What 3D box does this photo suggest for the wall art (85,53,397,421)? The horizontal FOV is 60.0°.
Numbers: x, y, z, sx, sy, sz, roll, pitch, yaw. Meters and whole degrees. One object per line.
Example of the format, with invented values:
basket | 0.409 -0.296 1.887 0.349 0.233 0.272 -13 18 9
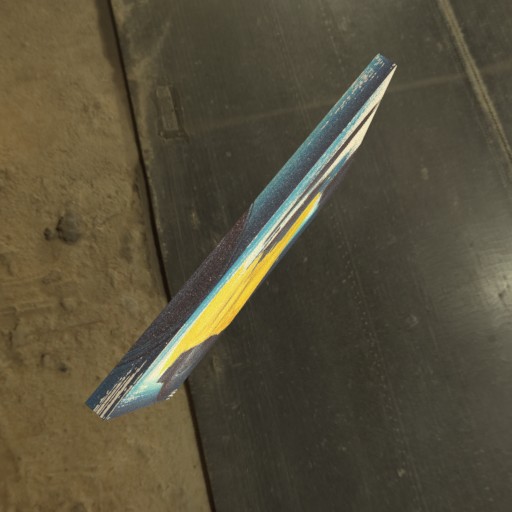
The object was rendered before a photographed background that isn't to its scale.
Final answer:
wall art | 0.000 0.000 0.772 0.033 0.406 0.609 37 79 9
